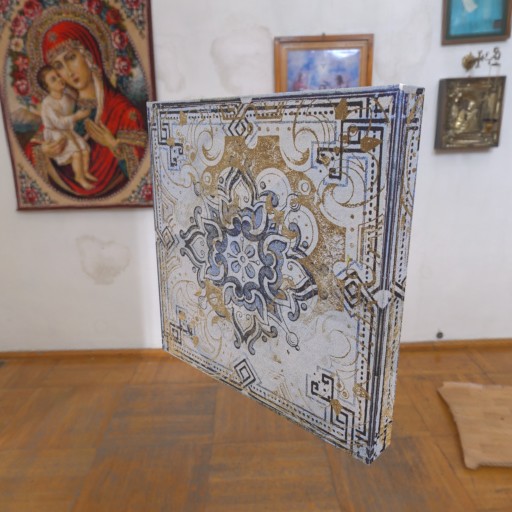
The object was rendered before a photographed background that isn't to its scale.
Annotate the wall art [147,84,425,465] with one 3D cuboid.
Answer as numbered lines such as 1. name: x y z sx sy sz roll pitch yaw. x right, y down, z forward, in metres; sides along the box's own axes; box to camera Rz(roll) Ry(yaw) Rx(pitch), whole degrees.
1. wall art: 0.000 0.000 0.449 0.302 0.306 0.038 15 22 42
